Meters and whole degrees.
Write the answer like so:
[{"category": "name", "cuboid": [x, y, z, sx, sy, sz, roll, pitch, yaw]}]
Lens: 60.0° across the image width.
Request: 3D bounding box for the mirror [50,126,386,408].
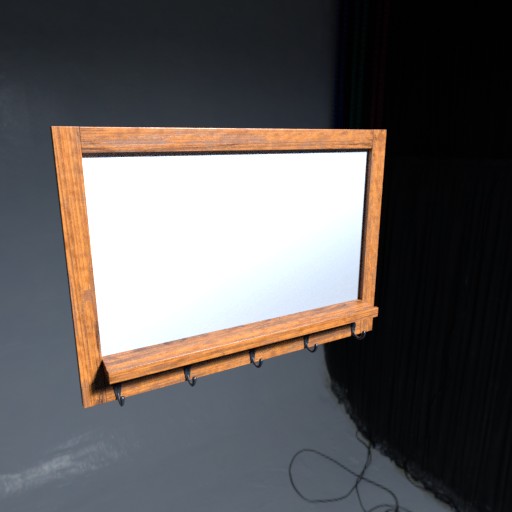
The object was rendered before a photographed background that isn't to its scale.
[{"category": "mirror", "cuboid": [0.000, 0.000, 0.969, 0.758, 0.537, 0.084, -8, 17, -28]}]
